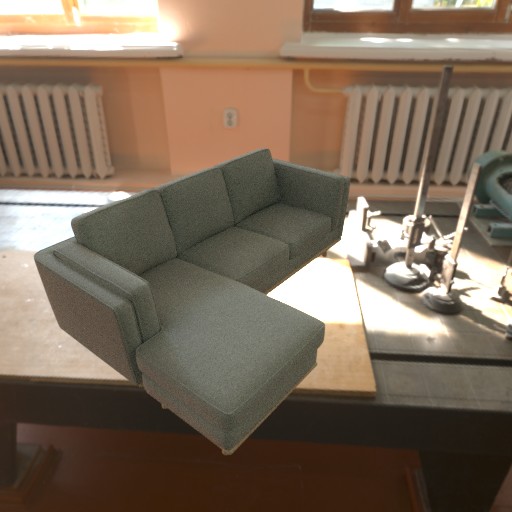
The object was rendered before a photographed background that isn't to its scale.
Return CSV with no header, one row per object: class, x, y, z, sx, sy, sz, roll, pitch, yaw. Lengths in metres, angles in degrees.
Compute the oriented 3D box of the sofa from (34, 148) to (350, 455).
sofa,0.000,0.000,3.180,1.604,0.929,2.411,22,37,33
